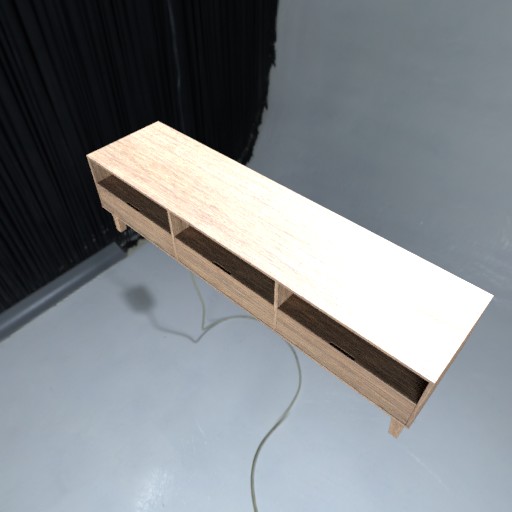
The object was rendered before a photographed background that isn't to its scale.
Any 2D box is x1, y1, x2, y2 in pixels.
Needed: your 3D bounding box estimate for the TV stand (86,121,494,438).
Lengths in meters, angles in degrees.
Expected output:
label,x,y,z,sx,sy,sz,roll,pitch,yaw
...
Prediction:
label,x,y,z,sx,sy,sz,roll,pitch,yaw
TV stand,0.000,0.000,1.653,1.482,0.409,0.366,33,54,28
